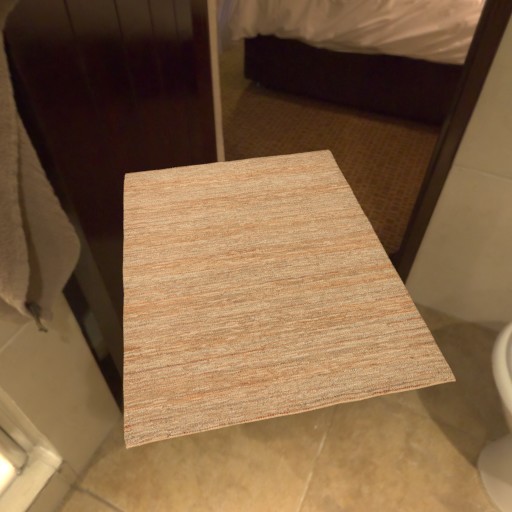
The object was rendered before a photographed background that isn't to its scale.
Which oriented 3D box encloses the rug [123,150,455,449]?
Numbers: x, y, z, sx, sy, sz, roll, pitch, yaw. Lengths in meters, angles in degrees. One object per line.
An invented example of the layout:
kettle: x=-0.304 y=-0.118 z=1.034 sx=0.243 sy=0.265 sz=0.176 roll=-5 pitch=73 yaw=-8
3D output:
rug: x=0.000 y=0.000 z=3.931 sx=2.313 sy=0.009 sz=2.939 roll=-8 pitch=47 yaw=-8
